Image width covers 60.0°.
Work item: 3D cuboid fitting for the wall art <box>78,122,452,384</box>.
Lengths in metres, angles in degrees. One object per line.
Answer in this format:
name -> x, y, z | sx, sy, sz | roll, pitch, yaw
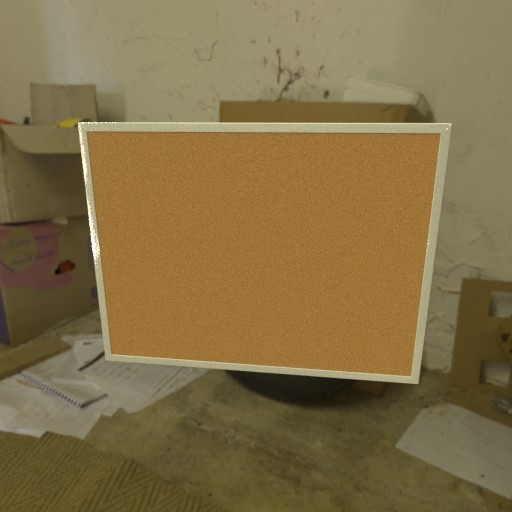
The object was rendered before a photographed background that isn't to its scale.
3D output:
wall art -> 0.000, 0.000, 1.369 | 1.041, 0.787, 0.053 | 2, 18, 7
